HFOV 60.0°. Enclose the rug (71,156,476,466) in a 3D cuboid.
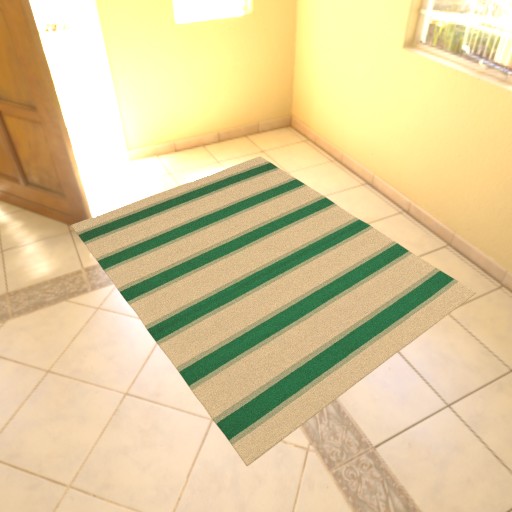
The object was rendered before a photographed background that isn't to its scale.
[{"bbox_3d":[0.000,0.000,4.148,2.434,0.019,3.041,-26,47,-27],"label":"rug"}]
